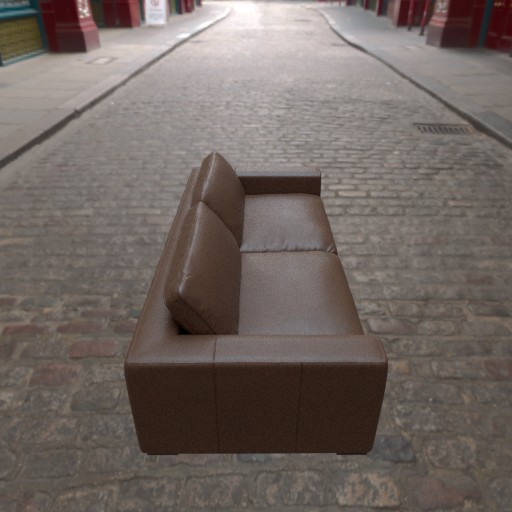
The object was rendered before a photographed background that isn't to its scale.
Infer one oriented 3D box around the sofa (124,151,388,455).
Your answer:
[{"bbox_3d":[0.000,0.000,2.758,1.070,0.801,2.262,0,31,0],"label":"sofa"}]
